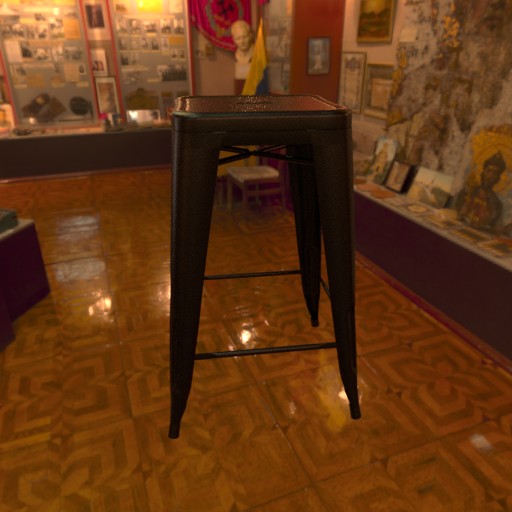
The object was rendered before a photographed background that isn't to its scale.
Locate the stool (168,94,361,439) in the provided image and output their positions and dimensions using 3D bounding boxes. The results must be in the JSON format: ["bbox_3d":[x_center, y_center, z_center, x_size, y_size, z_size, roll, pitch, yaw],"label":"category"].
[{"bbox_3d":[0.000,0.000,0.920,0.455,0.609,0.423,-8,27,-17],"label":"stool"}]
